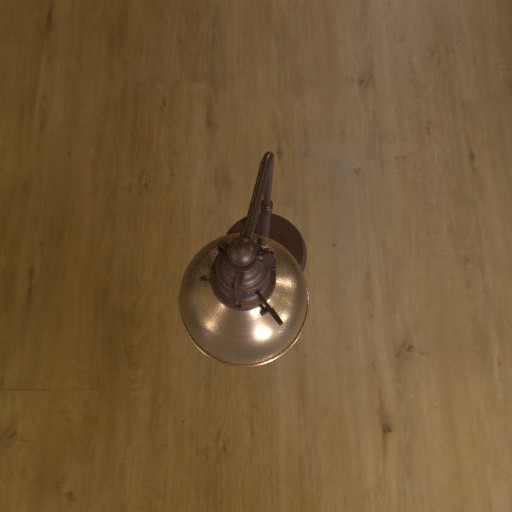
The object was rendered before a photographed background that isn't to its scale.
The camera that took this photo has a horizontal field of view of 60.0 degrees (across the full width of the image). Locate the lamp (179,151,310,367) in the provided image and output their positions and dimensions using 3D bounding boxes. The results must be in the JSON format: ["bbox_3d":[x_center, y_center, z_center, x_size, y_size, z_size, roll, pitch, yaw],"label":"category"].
[{"bbox_3d":[0.000,0.000,0.602,0.175,0.469,0.298,16,76,4],"label":"lamp"}]
